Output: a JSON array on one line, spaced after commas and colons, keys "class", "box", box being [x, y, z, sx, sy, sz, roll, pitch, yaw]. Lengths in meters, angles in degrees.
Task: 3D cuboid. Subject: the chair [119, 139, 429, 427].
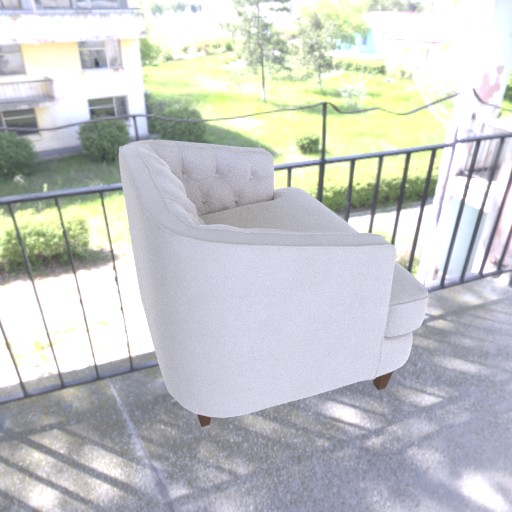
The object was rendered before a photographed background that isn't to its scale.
[{"class": "chair", "box": [0.000, 0.000, 1.835, 0.941, 0.852, 1.104, -11, 32, -18]}]
